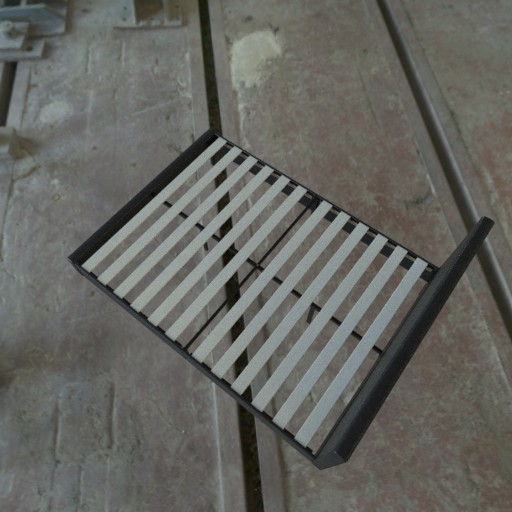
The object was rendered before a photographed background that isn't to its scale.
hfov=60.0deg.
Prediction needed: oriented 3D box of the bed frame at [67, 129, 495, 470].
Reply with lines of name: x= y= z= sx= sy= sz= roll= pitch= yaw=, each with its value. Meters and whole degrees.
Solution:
bed frame: x=0.000 y=0.000 z=3.136 sx=2.318 sy=1.127 sz=1.634 roll=34 pitch=67 yaw=17
